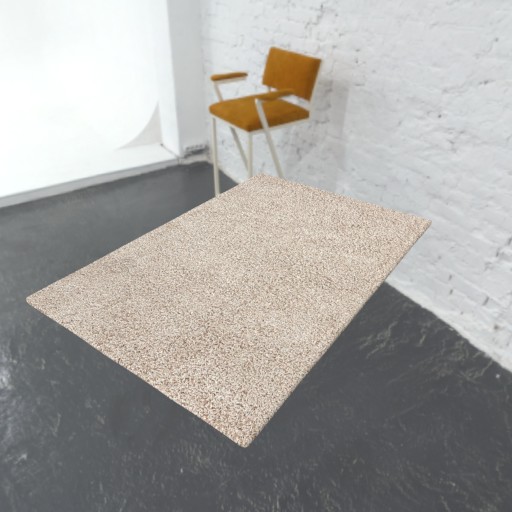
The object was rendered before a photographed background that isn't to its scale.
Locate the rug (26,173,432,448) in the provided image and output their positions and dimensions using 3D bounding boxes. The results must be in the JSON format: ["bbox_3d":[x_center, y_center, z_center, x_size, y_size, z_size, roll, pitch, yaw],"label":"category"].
[{"bbox_3d":[0.000,0.000,2.251,1.219,0.030,1.778,22,39,30],"label":"rug"}]
